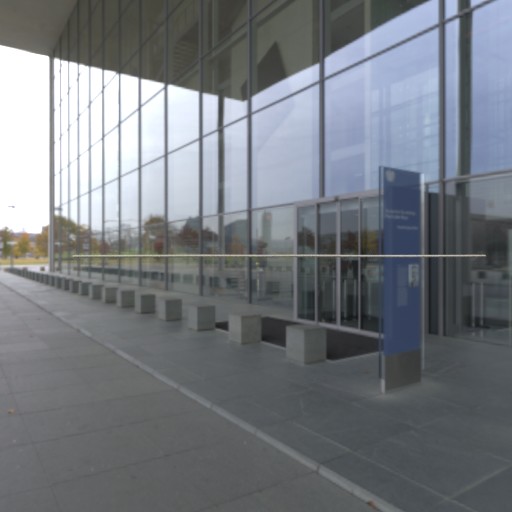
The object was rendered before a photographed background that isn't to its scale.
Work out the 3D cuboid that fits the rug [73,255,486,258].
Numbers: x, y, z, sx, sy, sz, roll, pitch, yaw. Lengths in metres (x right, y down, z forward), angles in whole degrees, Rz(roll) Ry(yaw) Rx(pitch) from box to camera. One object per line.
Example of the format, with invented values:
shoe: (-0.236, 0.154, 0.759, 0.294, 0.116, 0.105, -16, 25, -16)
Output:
rug: (0.000, 0.000, 4.169, 3.055, 0.021, 2.410, 0, 0, -19)
